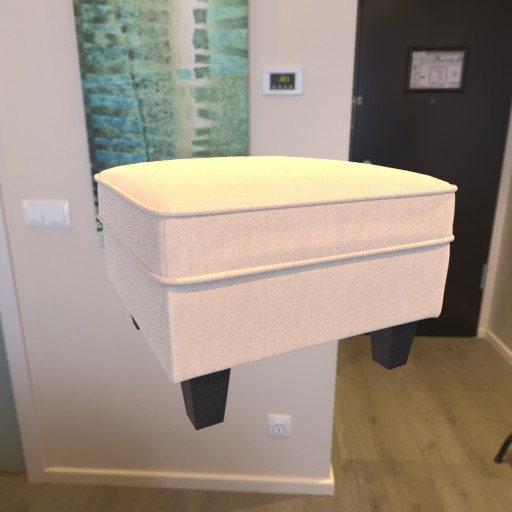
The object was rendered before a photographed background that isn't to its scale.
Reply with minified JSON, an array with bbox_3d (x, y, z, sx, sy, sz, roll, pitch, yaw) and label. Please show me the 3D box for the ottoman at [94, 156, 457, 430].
[{"bbox_3d":[0.000,0.000,1.026,0.616,0.438,0.613,-8,18,-26],"label":"ottoman"}]
